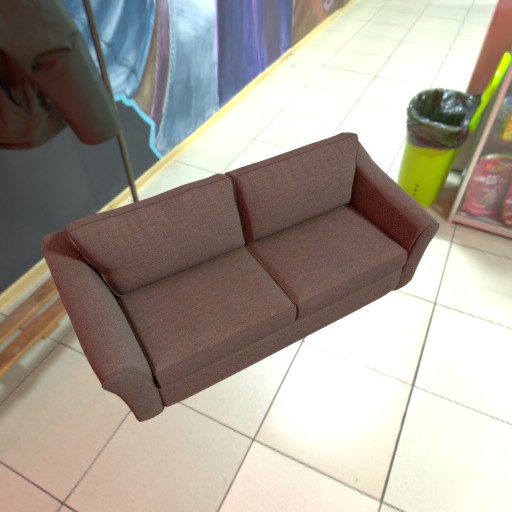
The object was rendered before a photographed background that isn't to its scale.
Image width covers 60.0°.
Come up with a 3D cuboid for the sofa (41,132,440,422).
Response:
[{"bbox_3d":[0.000,0.000,2.799,2.270,0.906,0.986,-23,49,-21],"label":"sofa"}]
